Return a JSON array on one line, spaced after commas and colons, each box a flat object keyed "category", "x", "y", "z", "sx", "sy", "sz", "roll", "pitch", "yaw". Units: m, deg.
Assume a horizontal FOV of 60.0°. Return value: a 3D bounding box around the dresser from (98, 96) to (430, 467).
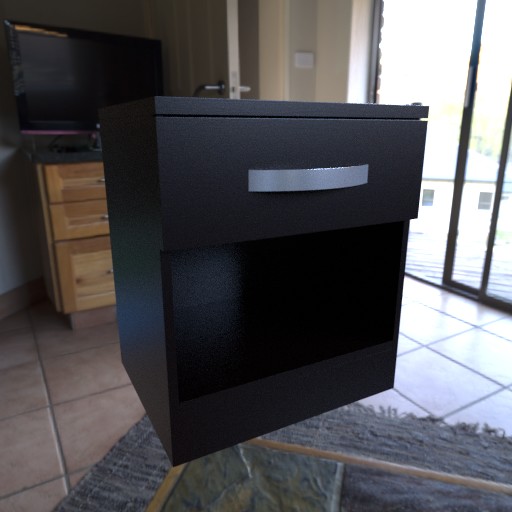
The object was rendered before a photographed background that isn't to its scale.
[{"category": "dresser", "x": 0.000, "y": 0.000, "z": 0.737, "sx": 0.400, "sy": 0.470, "sz": 0.360, "roll": -8, "pitch": 18, "yaw": -27}]
